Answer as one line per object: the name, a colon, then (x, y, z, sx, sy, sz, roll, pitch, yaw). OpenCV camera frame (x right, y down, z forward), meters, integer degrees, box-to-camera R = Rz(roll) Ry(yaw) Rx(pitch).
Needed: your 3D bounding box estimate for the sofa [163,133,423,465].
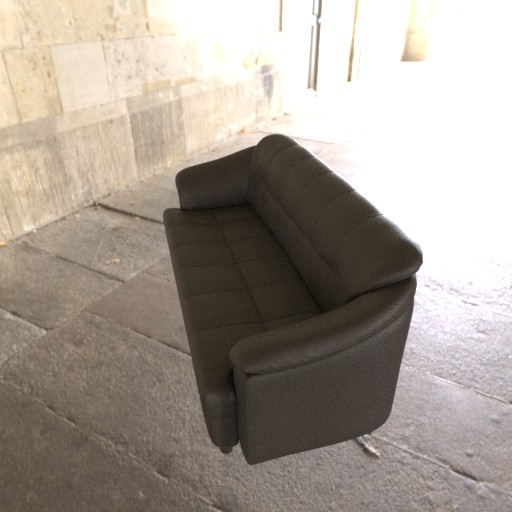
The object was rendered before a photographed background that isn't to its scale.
sofa: (0.000, 0.000, 2.192, 0.800, 0.811, 1.829, -8, 31, -13)
